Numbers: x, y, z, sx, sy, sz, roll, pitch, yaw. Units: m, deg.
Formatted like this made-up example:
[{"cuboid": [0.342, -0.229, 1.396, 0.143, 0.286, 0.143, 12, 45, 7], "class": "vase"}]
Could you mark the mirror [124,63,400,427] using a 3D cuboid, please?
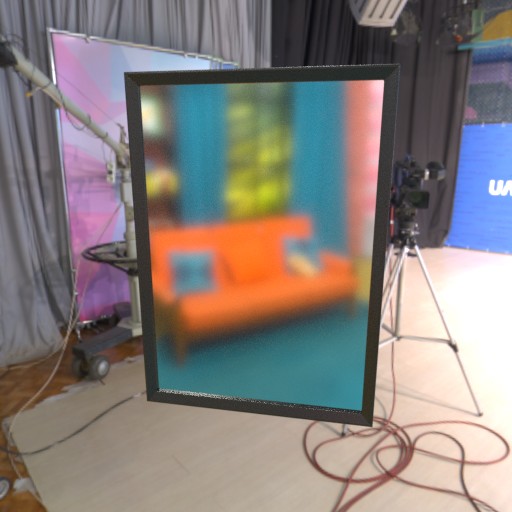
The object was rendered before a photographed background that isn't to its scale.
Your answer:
[{"cuboid": [0.000, 0.000, 0.907, 0.507, 0.710, 0.039, 3, 15, 11], "class": "mirror"}]
